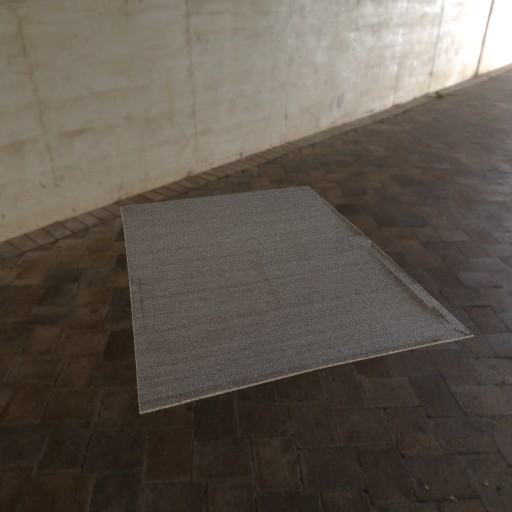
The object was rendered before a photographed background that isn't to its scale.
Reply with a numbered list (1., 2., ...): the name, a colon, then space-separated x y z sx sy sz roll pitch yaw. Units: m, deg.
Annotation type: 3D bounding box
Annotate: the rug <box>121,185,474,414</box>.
1. rug: 0.000 0.000 5.068 2.873 0.053 3.778 -9 31 -14
